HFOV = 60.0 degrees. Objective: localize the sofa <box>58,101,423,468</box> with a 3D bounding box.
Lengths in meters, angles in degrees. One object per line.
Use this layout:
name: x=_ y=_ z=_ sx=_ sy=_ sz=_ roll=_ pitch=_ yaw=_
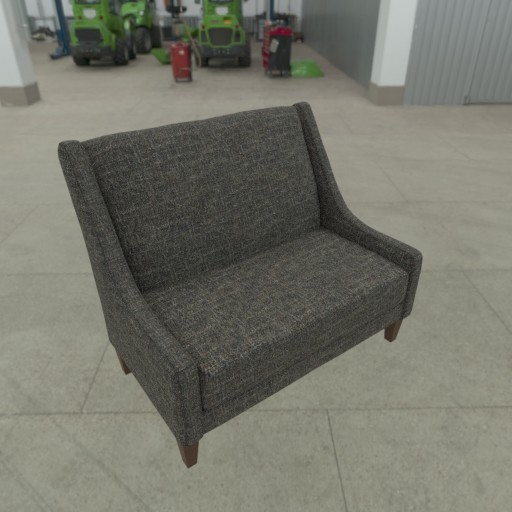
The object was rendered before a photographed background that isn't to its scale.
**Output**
sofa: x=0.000 y=0.000 z=1.902 sx=1.242 sy=1.021 sz=0.870 roll=-21 pitch=36 yaw=-31
